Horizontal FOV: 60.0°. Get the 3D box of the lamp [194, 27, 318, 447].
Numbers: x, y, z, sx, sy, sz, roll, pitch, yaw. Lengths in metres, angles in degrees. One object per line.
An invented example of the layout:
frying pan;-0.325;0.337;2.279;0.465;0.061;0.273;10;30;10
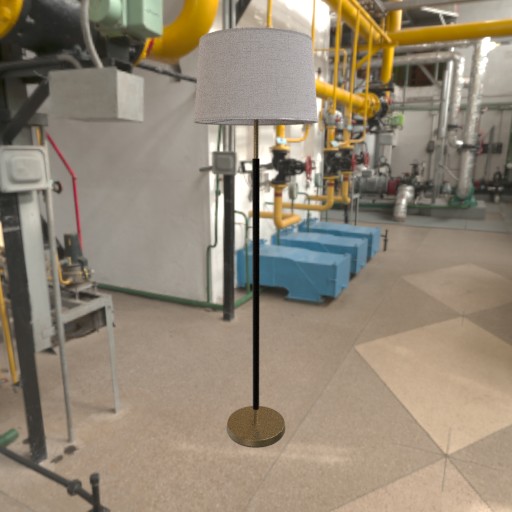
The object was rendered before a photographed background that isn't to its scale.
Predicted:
lamp;0.000;0.000;1.627;0.420;1.447;0.420;0;14;0
